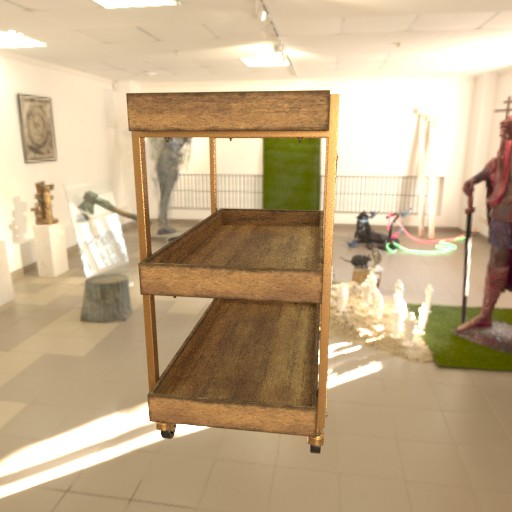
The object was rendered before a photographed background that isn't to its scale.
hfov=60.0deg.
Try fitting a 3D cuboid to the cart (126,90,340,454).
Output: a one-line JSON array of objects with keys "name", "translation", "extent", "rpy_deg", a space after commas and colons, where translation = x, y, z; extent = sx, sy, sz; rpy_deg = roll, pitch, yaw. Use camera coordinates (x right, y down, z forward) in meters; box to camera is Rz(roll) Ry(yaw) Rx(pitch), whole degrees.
[{"name": "cart", "translation": [0.000, 0.000, 1.247], "extent": [0.416, 0.799, 0.750], "rpy_deg": [2, 15, 8]}]
